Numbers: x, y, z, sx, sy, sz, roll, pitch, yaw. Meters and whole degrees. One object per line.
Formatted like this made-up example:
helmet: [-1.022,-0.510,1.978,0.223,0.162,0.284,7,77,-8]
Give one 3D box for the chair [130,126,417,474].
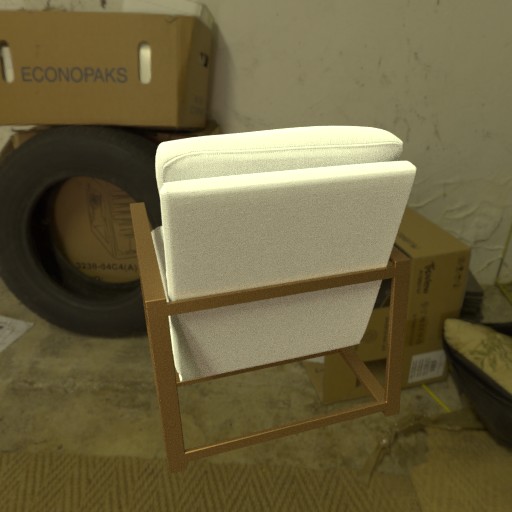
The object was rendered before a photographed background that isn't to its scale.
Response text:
chair: [0.000,0.000,1.571,0.805,0.966,0.813,-8,28,-15]
